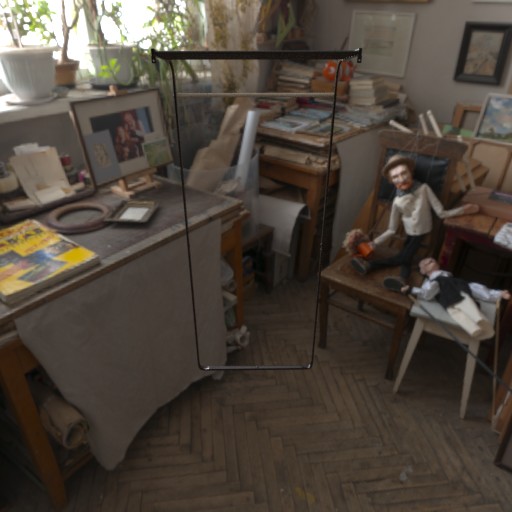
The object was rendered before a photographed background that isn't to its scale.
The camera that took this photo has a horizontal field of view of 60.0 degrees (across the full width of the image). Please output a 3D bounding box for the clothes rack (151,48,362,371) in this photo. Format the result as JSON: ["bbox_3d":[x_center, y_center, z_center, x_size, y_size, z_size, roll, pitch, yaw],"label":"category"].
[{"bbox_3d":[0.000,0.000,1.810,0.609,1.574,0.349,0,30,-1],"label":"clothes rack"}]
